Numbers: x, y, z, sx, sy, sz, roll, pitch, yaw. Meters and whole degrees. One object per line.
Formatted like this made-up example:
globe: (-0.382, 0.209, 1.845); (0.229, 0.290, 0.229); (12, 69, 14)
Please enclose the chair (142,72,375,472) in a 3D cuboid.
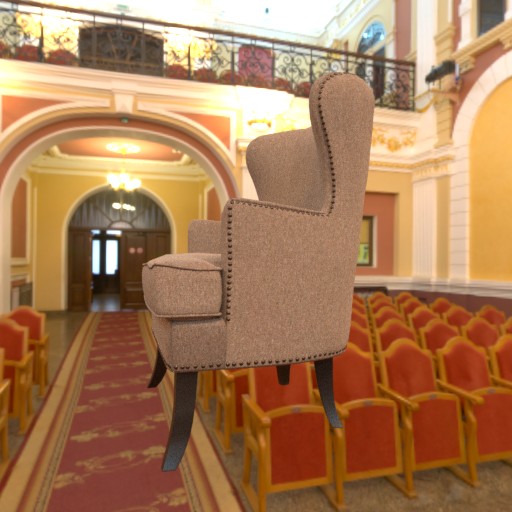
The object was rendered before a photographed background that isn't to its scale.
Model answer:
chair: (0.000, 0.000, 1.545); (0.758, 1.060, 0.759); (0, 0, -17)
